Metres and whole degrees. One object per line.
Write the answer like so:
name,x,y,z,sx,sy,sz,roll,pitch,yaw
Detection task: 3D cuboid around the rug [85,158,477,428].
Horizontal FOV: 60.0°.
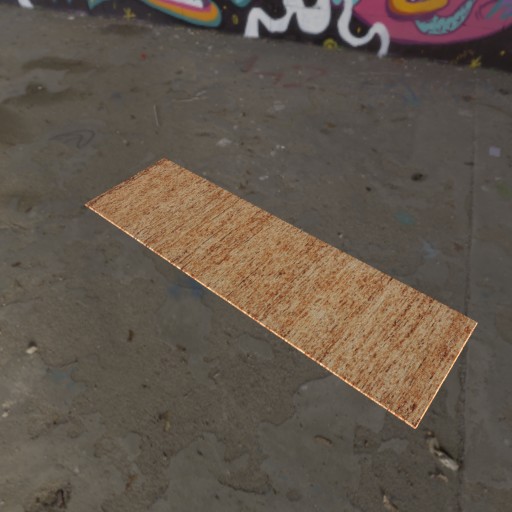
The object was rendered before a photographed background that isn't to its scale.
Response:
rug,0.000,0.000,2.472,2.237,0.014,0.680,31,53,26
